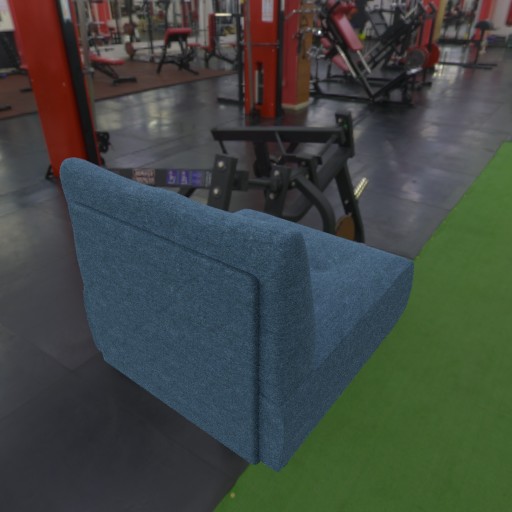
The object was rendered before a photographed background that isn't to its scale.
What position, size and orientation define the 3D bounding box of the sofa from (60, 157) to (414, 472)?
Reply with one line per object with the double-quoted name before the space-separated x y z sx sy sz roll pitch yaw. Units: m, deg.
"sofa" 0.000 0.000 1.699 0.930 0.820 1.000 21 36 32
